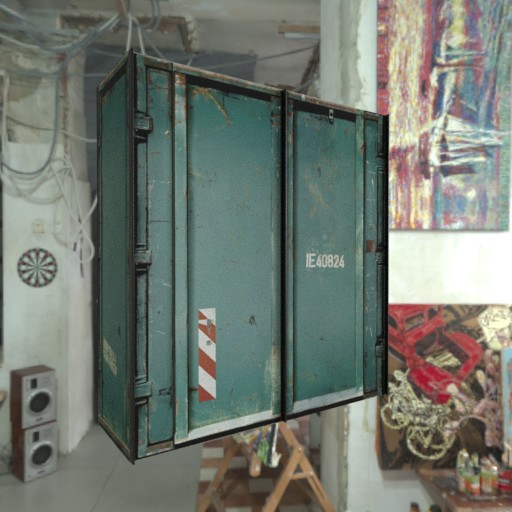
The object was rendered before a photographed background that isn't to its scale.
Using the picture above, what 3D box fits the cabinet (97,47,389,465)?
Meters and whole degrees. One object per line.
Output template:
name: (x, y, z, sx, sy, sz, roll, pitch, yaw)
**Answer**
cabinet: (0.000, 0.000, 3.124, 2.000, 2.160, 0.680, -1, 1, -34)
